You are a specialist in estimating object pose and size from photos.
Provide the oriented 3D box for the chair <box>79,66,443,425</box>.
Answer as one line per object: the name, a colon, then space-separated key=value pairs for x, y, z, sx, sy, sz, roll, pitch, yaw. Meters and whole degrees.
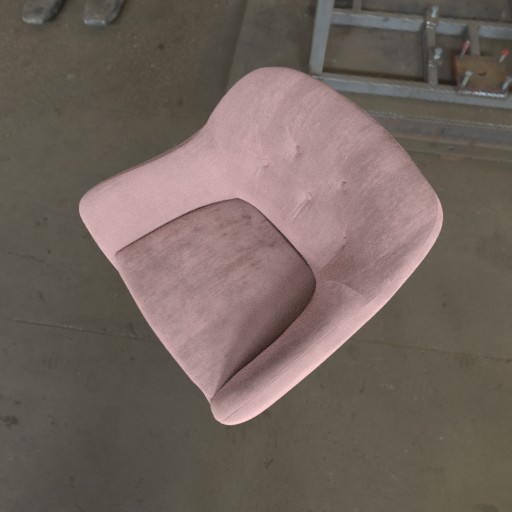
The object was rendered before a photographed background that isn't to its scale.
chair: x=0.000 y=0.000 z=1.489 sx=0.820 sy=0.820 sz=0.840 roll=-34 pitch=68 yaw=-16
